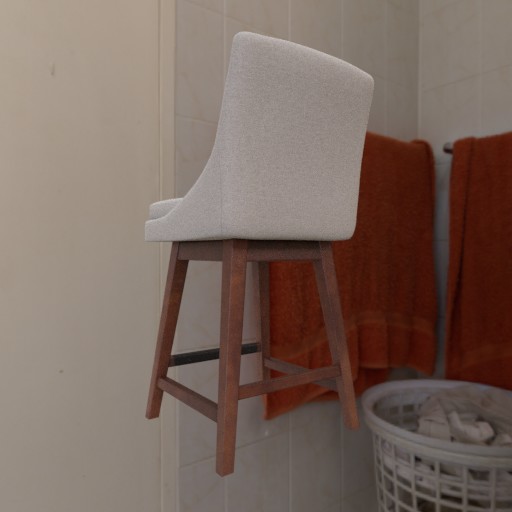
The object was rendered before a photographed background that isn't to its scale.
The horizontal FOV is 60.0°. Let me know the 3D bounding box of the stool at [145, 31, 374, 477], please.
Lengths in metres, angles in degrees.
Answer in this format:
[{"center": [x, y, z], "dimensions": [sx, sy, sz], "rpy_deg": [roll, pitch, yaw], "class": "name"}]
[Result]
[{"center": [0.000, 0.000, 1.286], "dimensions": [0.469, 0.991, 0.559], "rpy_deg": [-1, 1, -36], "class": "stool"}]
